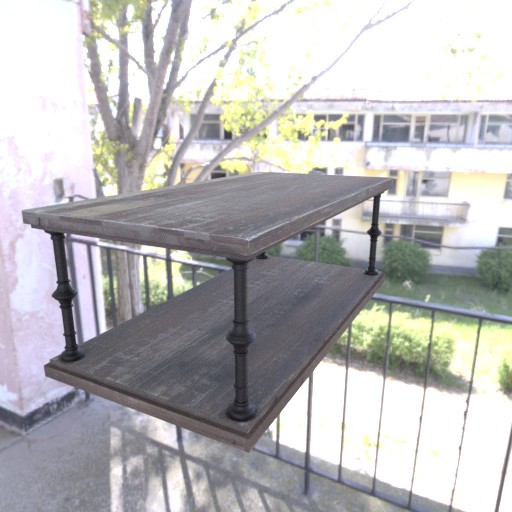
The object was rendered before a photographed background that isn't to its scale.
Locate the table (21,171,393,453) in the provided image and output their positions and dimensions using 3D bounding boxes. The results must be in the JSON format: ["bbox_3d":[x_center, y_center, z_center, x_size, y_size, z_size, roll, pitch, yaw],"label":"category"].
[{"bbox_3d":[0.000,0.000,1.336,0.554,0.399,1.088,8,18,27],"label":"table"}]
